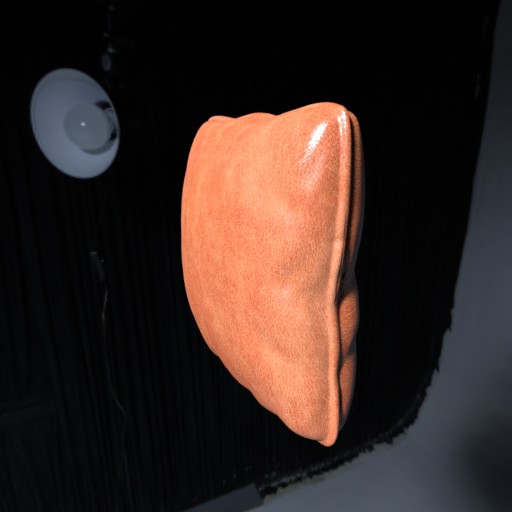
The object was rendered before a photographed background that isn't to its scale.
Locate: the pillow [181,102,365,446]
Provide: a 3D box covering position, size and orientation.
[{"bbox_3d":[0.000,0.000,0.838,0.236,0.523,0.532,-7,16,-25],"label":"pillow"}]
